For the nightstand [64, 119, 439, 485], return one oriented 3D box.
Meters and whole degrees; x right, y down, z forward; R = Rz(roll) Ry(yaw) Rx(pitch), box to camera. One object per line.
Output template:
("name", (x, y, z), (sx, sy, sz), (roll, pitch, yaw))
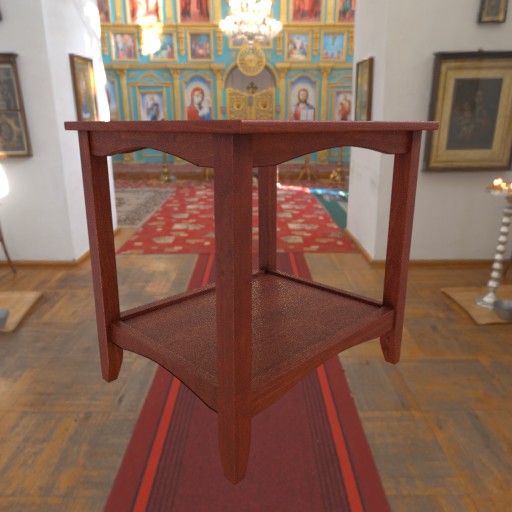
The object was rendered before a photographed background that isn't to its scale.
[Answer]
("nightstand", (0.000, 0.000, 0.961), (0.501, 0.558, 0.558), (16, 23, 42))
